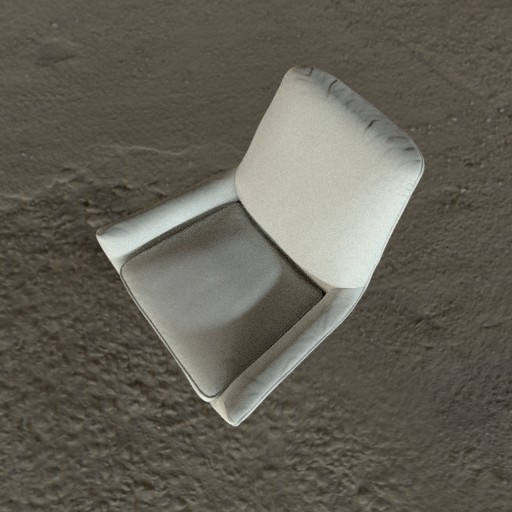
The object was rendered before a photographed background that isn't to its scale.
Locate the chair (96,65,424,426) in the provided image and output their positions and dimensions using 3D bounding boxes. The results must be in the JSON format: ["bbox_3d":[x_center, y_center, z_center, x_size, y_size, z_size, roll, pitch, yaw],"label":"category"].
[{"bbox_3d":[0.000,0.000,1.492,0.822,0.888,0.787,-35,68,-17],"label":"chair"}]
